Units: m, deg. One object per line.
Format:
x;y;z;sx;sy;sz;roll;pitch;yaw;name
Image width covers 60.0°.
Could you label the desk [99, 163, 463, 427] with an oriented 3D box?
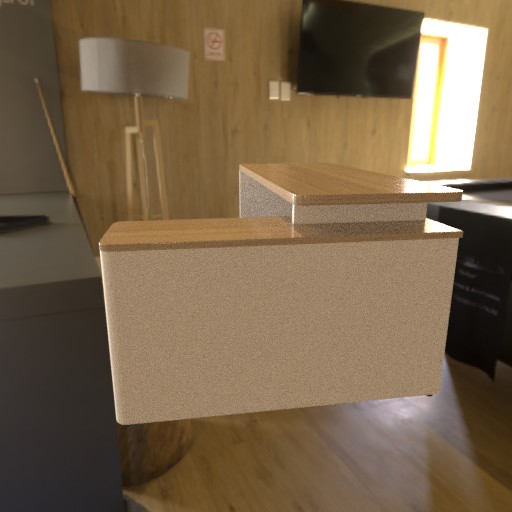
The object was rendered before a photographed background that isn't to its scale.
0.000;0.000;2.122;1.175;0.770;1.400;-3;16;-9;desk
